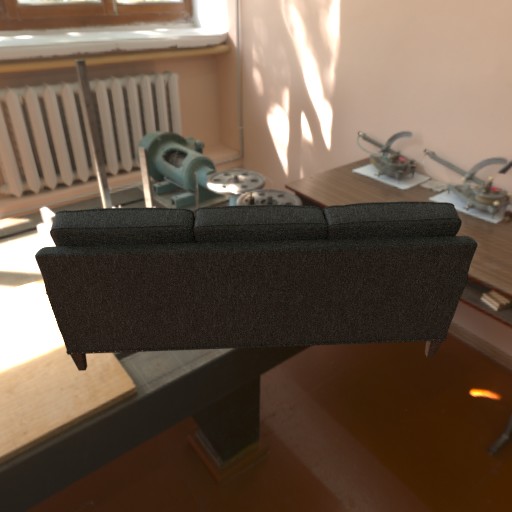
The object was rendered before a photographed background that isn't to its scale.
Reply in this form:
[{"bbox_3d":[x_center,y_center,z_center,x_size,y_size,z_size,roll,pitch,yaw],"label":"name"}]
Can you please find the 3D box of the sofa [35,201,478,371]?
[{"bbox_3d":[0.000,0.000,2.777,2.246,1.003,1.084,-2,31,-3],"label":"sofa"}]
